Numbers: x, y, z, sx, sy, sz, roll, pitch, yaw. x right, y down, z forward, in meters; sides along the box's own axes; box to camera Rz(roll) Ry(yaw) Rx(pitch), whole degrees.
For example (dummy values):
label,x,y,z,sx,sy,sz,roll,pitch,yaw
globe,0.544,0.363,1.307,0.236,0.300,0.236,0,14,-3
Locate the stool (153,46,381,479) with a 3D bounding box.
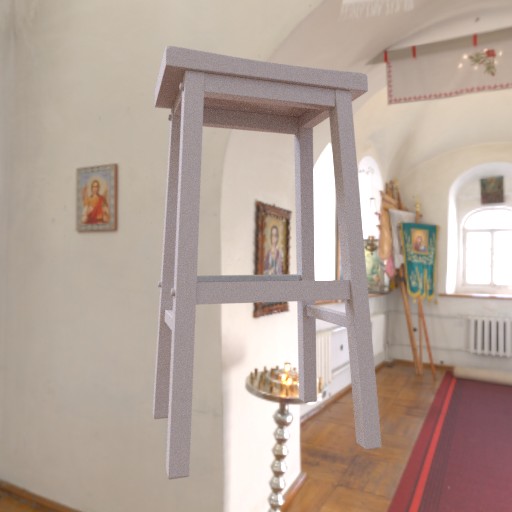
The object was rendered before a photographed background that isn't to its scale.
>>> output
label,x,y,z,sx,sy,sz,roll,pitch,yaw
stool,0.000,0.000,0.947,0.406,0.742,0.322,0,0,-18
